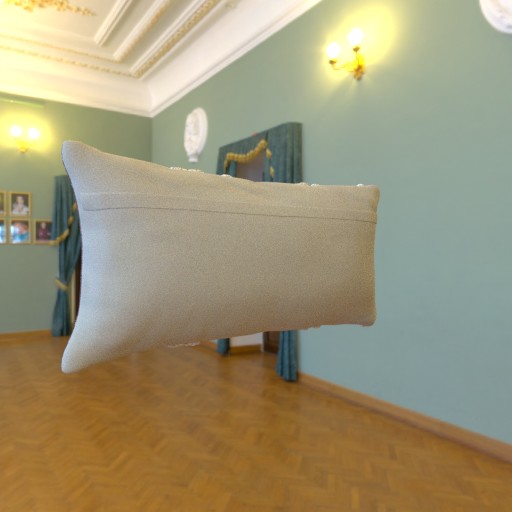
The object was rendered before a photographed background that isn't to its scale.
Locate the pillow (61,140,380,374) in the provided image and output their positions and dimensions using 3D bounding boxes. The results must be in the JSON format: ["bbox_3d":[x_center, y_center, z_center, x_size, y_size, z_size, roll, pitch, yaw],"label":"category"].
[{"bbox_3d":[0.000,0.000,0.736,0.608,0.295,0.161,0,1,-36],"label":"pillow"}]
